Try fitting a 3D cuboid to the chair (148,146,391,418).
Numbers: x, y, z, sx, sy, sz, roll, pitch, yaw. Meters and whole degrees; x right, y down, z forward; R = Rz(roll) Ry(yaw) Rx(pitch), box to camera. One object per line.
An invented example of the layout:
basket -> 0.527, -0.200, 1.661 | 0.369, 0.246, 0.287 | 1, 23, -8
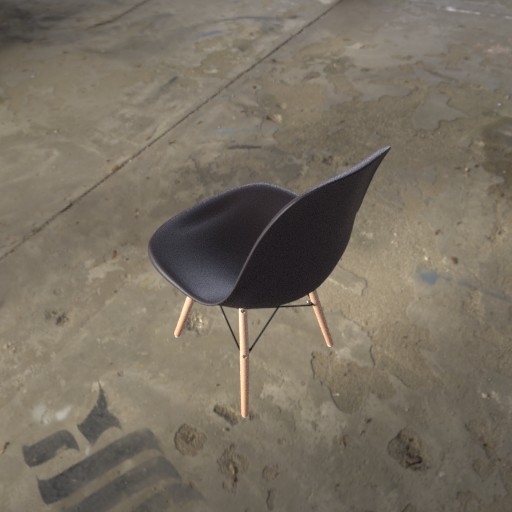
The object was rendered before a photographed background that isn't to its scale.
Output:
chair -> 0.000, 0.000, 1.166 | 0.470, 0.825, 0.533 | -32, 54, -27
